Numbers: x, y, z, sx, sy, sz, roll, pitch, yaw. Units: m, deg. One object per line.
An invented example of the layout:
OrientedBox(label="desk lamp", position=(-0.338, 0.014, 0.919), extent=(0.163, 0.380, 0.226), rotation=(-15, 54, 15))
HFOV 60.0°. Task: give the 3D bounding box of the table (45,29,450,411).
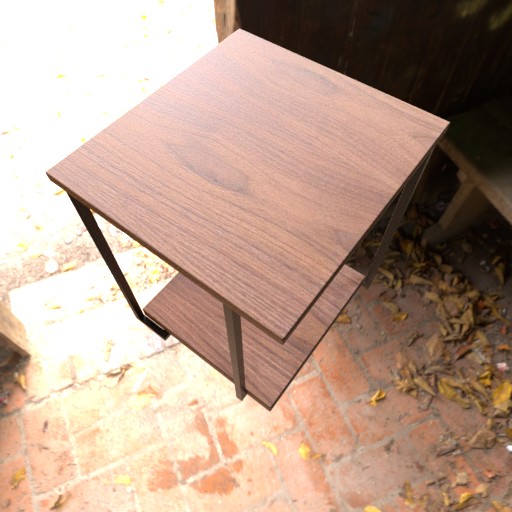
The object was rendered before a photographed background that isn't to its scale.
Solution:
OrientedBox(label="table", position=(0.000, 0.000, 0.846), extent=(0.384, 0.567, 0.411), rotation=(33, 64, 19))
